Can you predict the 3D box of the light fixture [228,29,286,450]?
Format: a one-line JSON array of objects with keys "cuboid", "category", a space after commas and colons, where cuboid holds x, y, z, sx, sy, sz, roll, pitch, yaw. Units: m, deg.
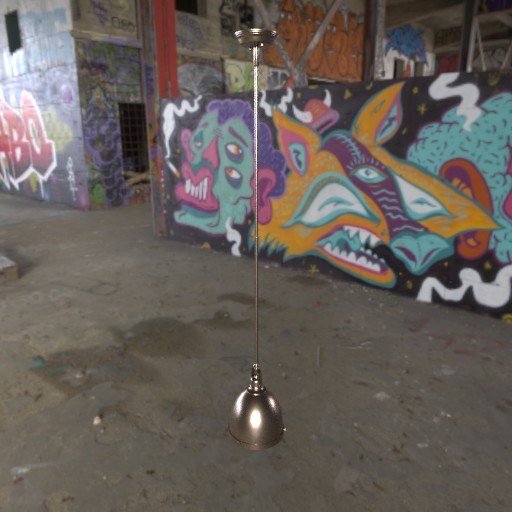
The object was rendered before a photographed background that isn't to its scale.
[{"cuboid": [0.000, 0.000, 1.499, 0.211, 1.367, 0.217, -8, 17, -27], "category": "light fixture"}]
